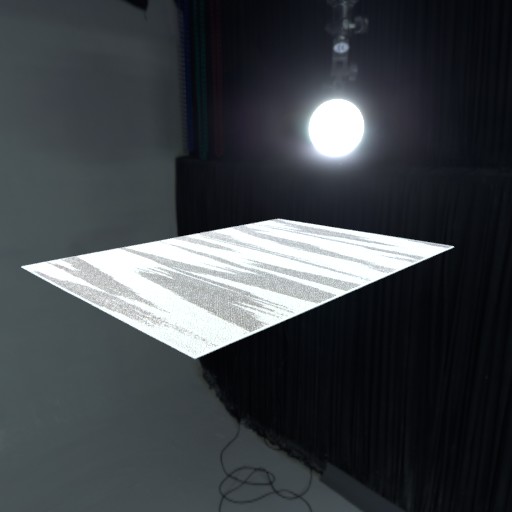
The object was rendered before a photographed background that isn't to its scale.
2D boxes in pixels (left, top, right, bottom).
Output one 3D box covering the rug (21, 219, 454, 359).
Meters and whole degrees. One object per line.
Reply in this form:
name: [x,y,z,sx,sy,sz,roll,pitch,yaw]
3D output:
rug: [0.000,0.000,2.663,1.533,0.010,2.142,14,20,42]
